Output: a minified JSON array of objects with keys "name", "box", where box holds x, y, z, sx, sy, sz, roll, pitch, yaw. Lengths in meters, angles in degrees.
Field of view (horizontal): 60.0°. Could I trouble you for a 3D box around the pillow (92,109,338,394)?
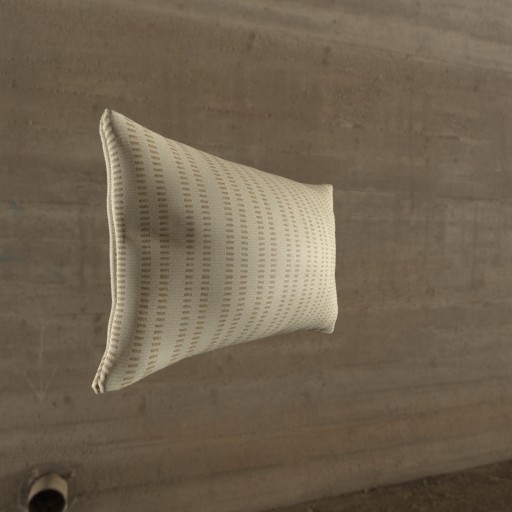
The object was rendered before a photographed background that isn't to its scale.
[{"name":"pillow","box":[0.000,0.000,0.795,0.210,0.353,0.640,-1,-2,36]}]
